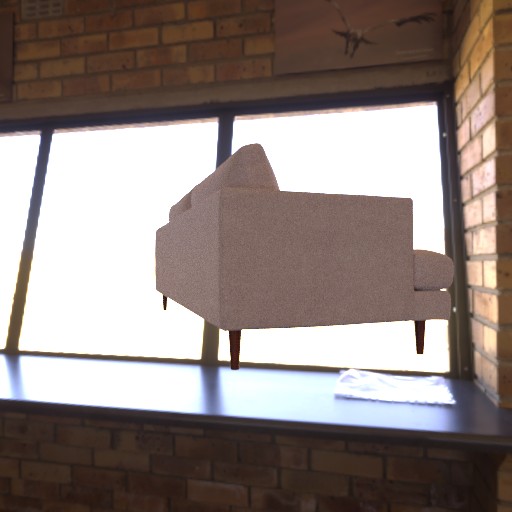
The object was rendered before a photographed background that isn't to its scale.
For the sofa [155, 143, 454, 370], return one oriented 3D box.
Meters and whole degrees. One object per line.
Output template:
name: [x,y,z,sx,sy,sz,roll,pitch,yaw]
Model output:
sofa: [0.000,0.000,2.770,1.020,0.868,2.250,0,-1,-19]
